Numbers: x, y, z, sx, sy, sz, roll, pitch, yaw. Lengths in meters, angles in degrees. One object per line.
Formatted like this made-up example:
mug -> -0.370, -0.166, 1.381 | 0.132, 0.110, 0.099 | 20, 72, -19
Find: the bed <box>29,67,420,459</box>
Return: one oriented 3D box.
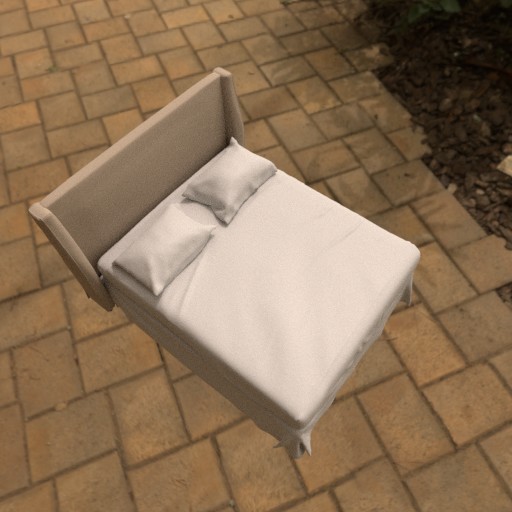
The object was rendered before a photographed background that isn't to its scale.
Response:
bed -> 0.000, 0.000, 3.418 | 2.276, 1.332, 1.925 | 33, 64, 19
